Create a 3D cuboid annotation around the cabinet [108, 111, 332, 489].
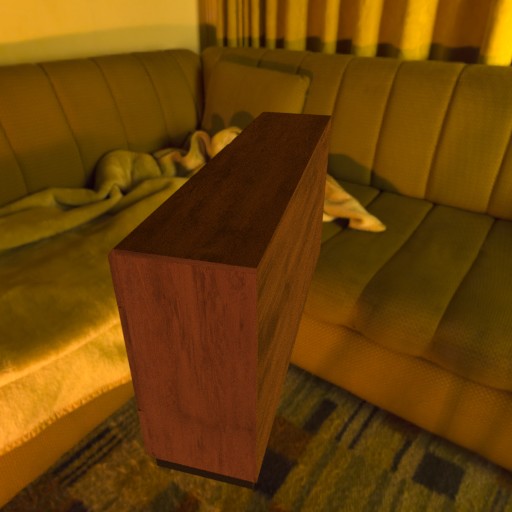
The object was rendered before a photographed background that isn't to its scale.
[{"bbox_3d":[0.000,0.000,1.979,0.420,0.900,1.600,7,31,13],"label":"cabinet"}]
